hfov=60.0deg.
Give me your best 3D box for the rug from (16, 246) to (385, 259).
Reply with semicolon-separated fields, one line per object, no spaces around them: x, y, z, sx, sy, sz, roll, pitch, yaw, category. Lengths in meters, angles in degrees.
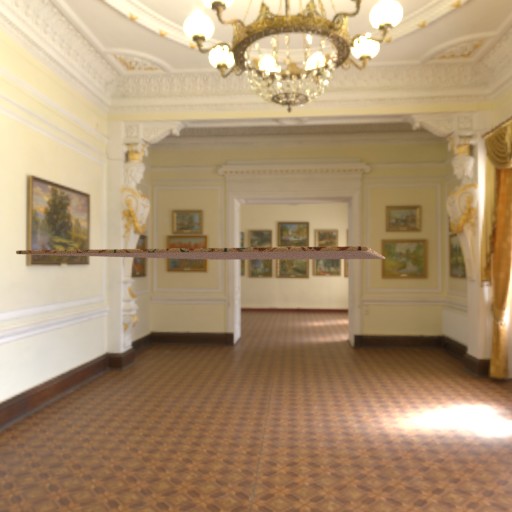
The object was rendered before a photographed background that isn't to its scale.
0.000;0.000;2.849;1.541;0.018;2.297;0;-1;18;rug
